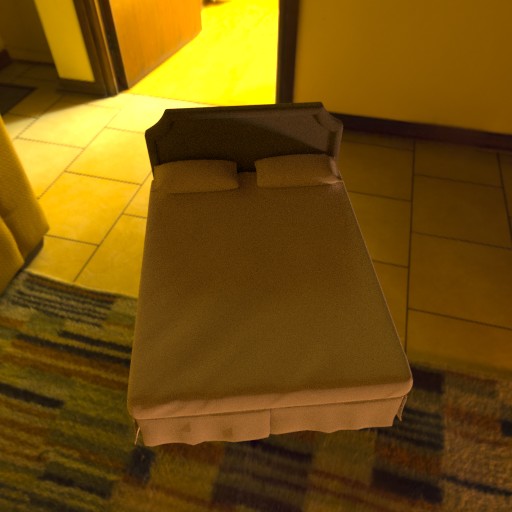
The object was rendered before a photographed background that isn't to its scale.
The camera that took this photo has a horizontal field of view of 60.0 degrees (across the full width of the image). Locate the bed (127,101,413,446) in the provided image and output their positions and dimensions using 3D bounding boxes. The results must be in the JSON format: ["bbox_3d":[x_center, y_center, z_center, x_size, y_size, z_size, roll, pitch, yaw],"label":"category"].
[{"bbox_3d":[0.000,0.000,3.582,1.977,1.306,2.464,-4,48,-3],"label":"bed"}]
